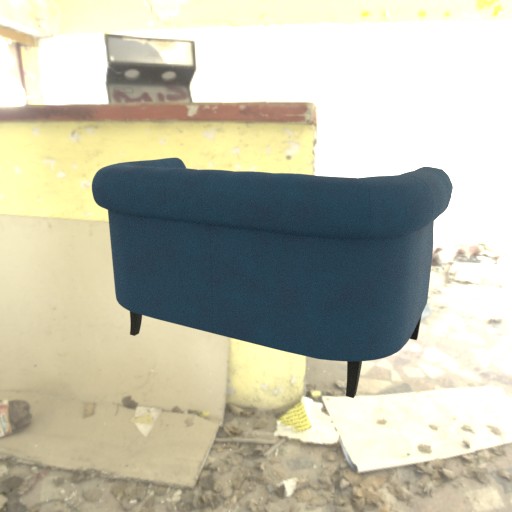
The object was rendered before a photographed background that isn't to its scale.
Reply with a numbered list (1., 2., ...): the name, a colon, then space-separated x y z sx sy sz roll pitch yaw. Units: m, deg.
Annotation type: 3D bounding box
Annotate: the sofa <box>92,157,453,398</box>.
1. sofa: 0.000 0.000 2.036 1.558 0.827 0.835 8 18 28
